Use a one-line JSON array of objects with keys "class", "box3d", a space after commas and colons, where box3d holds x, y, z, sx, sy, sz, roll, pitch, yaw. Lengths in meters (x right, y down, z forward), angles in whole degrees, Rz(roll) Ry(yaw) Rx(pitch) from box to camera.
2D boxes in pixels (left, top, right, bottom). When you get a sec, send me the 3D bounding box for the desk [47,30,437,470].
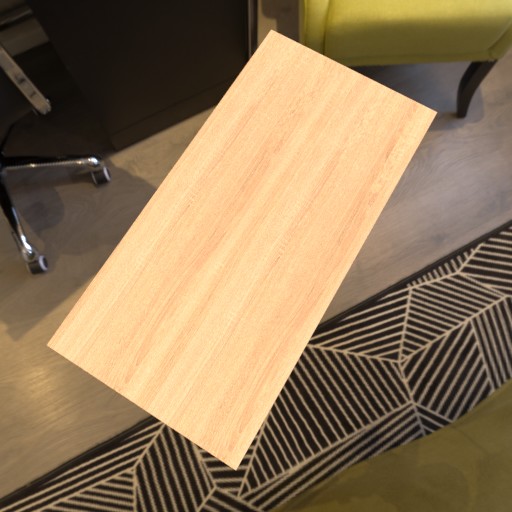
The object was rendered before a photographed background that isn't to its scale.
[{"class": "desk", "box3d": [0.000, 0.000, 1.388, 0.499, 0.660, 0.991, 30, 77, 8]}]
